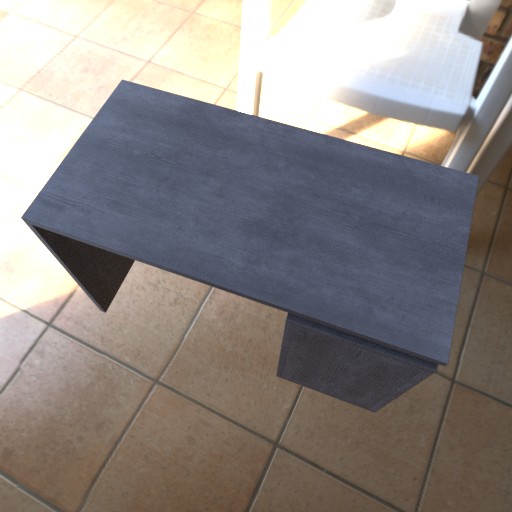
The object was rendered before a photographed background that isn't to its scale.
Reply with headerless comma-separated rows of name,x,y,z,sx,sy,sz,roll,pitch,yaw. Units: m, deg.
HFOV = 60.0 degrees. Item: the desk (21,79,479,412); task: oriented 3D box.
desk,0.000,0.000,1.615,1.200,0.740,0.600,18,63,9
